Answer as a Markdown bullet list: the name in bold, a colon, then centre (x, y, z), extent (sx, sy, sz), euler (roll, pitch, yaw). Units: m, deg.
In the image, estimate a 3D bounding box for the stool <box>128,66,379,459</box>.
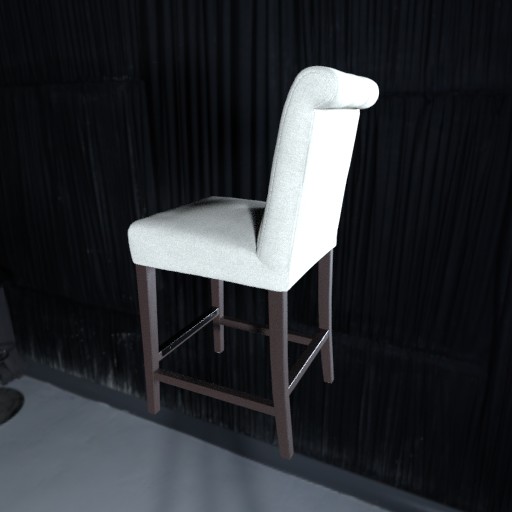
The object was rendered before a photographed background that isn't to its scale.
- **stool**: centre (0.000, 0.000, 1.376), extent (0.601, 1.040, 0.493), euler (9, 20, 24)
